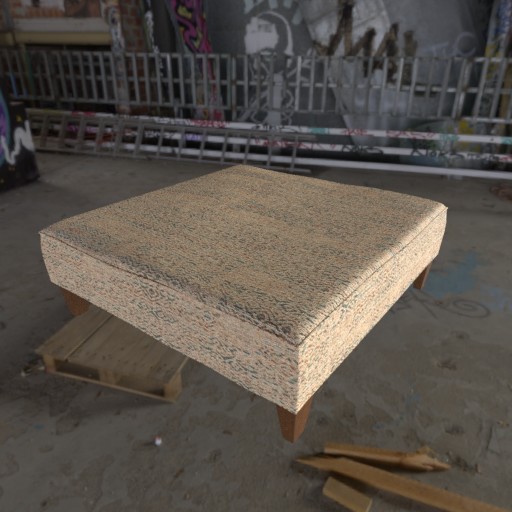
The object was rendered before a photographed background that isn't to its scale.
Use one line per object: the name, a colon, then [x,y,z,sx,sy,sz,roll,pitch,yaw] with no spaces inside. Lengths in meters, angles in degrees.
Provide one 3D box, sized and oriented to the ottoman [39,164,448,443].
ottoman: [0.000,0.000,1.534,0.968,0.356,1.004,18,31,33]
